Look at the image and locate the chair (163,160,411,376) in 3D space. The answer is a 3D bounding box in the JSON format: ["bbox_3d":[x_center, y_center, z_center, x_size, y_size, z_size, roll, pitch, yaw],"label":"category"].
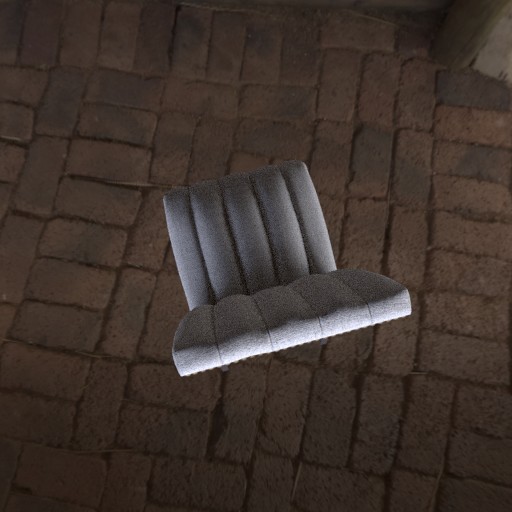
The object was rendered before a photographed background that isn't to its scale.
[{"bbox_3d":[0.000,0.000,1.410,0.511,1.016,0.647,-14,75,-4],"label":"chair"}]
